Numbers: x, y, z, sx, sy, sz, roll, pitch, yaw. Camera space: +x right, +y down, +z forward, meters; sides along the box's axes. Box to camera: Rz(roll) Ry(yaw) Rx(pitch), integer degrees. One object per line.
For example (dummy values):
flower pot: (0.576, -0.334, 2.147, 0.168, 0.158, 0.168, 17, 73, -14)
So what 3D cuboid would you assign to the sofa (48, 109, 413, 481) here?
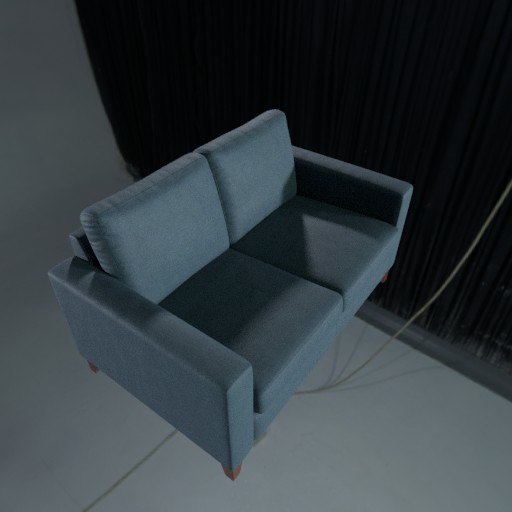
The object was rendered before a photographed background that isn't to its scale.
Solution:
sofa: (0.000, 0.000, 2.084, 0.955, 0.903, 1.489, 25, 46, 27)
